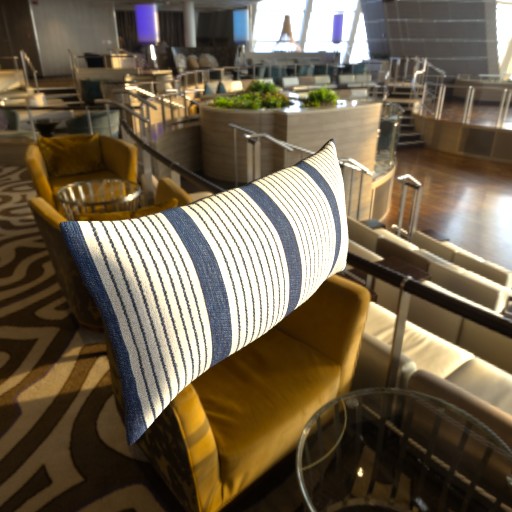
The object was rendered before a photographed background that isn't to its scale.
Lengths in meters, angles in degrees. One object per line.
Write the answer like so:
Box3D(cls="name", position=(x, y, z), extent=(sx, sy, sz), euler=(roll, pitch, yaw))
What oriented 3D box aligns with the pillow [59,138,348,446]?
Box3D(cls="pillow", position=(0.000, 0.000, 0.732), extent=(0.156, 0.292, 0.608), euler=(18, 31, 33))
